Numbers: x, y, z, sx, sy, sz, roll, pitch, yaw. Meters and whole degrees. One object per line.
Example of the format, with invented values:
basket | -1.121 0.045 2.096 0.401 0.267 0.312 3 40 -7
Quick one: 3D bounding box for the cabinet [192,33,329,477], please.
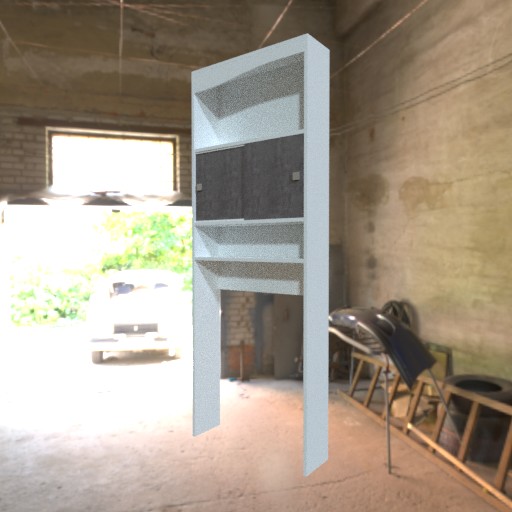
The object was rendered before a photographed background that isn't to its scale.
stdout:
cabinet | 0.000 0.000 2.033 0.643 1.770 0.192 1 1 37
